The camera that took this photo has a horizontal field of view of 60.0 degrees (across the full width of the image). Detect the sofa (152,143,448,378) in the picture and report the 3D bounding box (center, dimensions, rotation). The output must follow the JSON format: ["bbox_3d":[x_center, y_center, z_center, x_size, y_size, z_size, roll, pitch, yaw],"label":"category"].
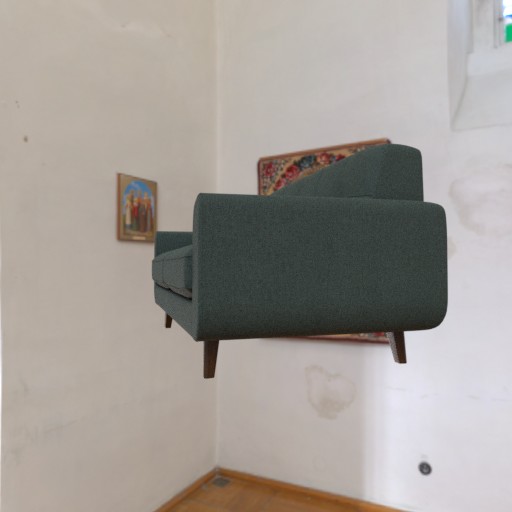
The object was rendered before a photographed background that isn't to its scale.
[{"bbox_3d":[0.000,0.000,2.188,0.909,0.841,1.631,0,-1,-17],"label":"sofa"}]
